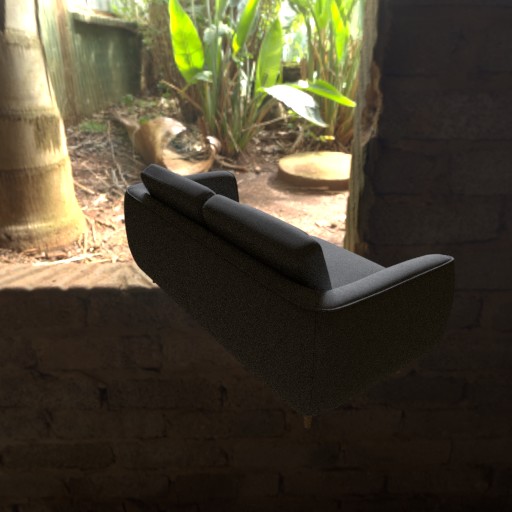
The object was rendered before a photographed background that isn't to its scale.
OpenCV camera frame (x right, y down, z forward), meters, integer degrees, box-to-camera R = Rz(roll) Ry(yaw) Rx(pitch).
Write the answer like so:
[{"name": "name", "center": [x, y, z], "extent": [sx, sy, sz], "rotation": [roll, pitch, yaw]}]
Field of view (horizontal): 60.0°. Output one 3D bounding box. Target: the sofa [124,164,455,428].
[{"name": "sofa", "center": [0.000, 0.000, 2.547], "extent": [0.920, 0.870, 2.000], "rotation": [-17, 30, -32]}]
